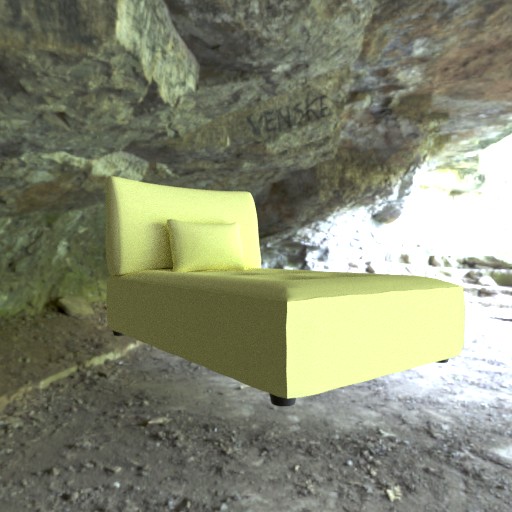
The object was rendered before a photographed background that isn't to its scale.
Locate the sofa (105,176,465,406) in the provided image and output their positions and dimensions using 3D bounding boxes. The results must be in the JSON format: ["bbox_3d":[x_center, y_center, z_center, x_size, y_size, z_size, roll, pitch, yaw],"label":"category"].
[{"bbox_3d":[0.000,0.000,2.009,0.930,0.820,1.450,0,1,-37],"label":"sofa"}]
